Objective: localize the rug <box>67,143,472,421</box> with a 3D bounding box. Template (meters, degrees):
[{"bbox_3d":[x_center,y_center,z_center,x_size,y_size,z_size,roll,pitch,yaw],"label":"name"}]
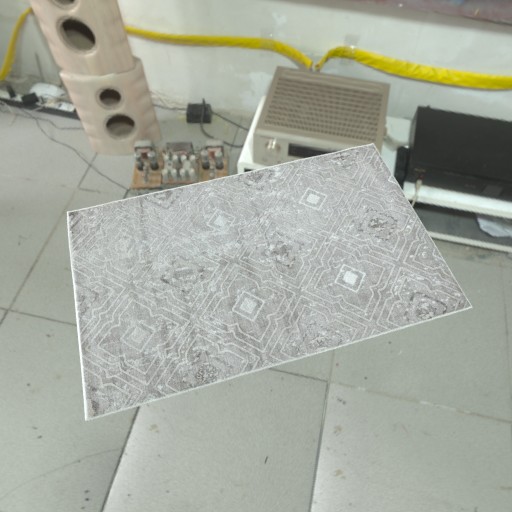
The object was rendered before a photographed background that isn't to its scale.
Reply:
[{"bbox_3d":[0.000,0.000,3.046,2.447,0.036,1.537,-14,60,-8],"label":"rug"}]
